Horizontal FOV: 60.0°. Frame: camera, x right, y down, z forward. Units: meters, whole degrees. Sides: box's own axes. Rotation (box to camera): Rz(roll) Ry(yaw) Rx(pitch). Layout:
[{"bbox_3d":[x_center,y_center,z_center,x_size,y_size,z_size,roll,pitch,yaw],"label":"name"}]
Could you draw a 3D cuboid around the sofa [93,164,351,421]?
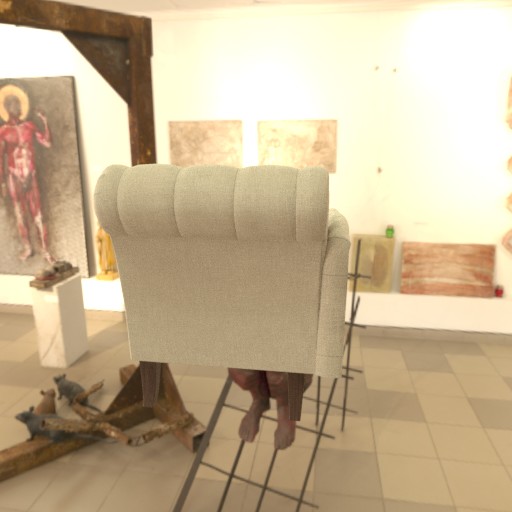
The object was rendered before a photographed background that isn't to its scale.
[{"bbox_3d":[0.000,0.000,1.796,0.675,0.787,1.379,2,15,8],"label":"sofa"}]
